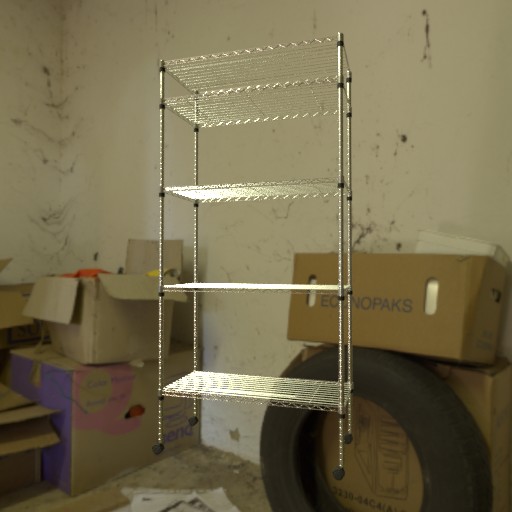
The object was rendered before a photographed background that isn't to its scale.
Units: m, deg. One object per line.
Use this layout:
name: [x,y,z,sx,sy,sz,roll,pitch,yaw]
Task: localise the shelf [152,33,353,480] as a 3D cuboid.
shelf: [0.000,0.000,1.846,0.762,1.587,0.356,0,-1,17]
